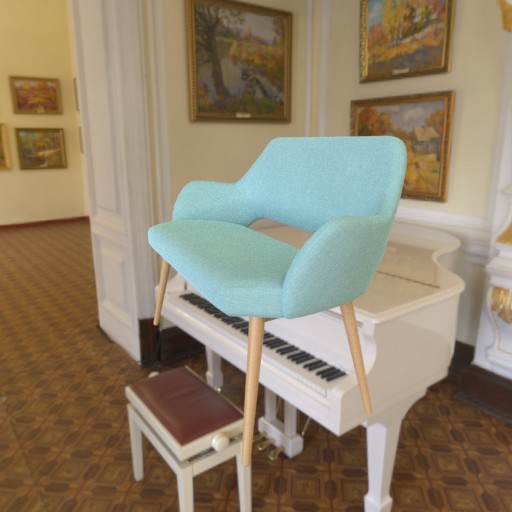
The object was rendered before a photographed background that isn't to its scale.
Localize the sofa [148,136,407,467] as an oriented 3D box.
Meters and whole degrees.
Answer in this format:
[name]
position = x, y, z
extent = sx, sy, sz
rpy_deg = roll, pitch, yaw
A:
[sofa]
position = 0.000, 0.000, 1.615
extent = 0.610, 0.840, 1.150
rpy_deg = -7, 16, -24
